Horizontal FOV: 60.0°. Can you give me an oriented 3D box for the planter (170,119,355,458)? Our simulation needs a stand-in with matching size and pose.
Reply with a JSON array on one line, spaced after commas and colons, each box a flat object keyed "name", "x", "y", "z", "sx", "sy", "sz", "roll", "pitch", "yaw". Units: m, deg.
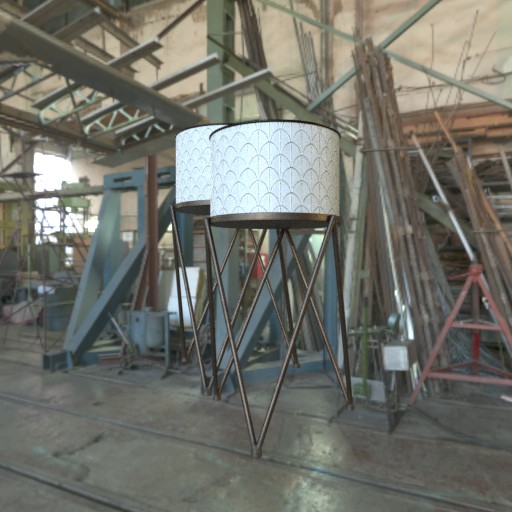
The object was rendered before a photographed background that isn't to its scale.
[{"name": "planter", "x": 0.000, "y": 0.000, "z": 1.184, "sx": 0.413, "sy": 0.712, "sz": 0.769, "roll": 0, "pitch": 0, "yaw": -18}]
